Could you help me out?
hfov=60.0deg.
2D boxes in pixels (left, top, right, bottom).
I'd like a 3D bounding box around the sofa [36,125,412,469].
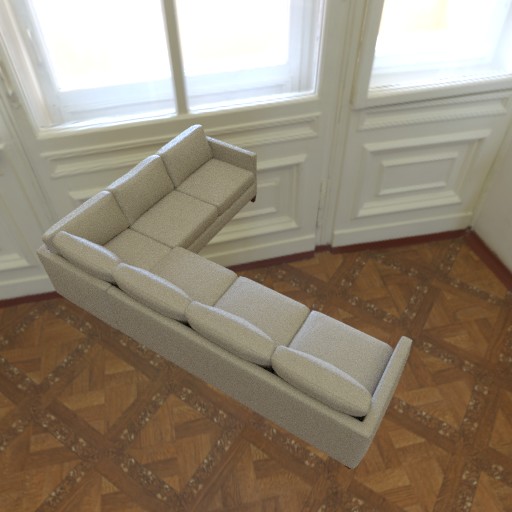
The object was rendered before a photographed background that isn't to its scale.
[{"bbox_3d":[0.000,0.000,4.409,3.333,0.934,2.522,24,51,21],"label":"sofa"}]
